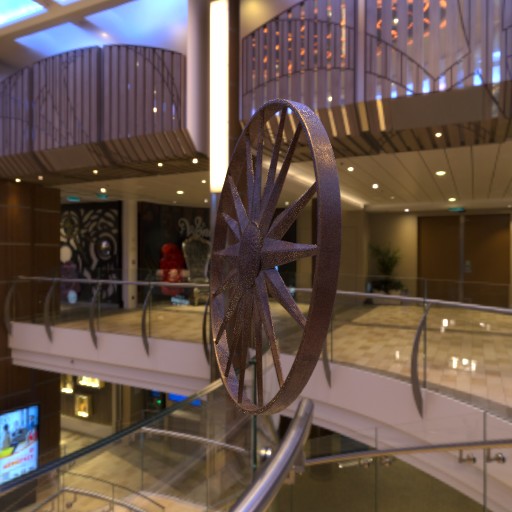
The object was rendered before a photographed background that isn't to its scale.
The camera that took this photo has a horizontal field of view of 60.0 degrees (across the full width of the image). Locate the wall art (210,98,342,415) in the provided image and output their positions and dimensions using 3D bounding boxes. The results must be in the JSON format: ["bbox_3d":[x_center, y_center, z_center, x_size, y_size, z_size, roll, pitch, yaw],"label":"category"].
[{"bbox_3d":[0.000,0.000,0.862,0.084,0.583,0.582,0,0,-20],"label":"wall art"}]
